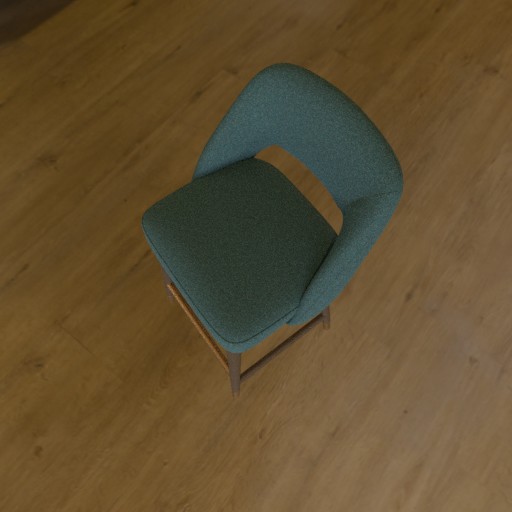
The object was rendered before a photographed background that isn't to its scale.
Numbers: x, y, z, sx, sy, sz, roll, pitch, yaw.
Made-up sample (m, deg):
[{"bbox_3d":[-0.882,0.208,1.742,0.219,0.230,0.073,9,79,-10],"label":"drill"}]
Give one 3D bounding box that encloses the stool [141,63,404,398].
[{"bbox_3d":[0.000,0.000,1.300,0.522,0.939,0.536,-33,69,-15],"label":"stool"}]
